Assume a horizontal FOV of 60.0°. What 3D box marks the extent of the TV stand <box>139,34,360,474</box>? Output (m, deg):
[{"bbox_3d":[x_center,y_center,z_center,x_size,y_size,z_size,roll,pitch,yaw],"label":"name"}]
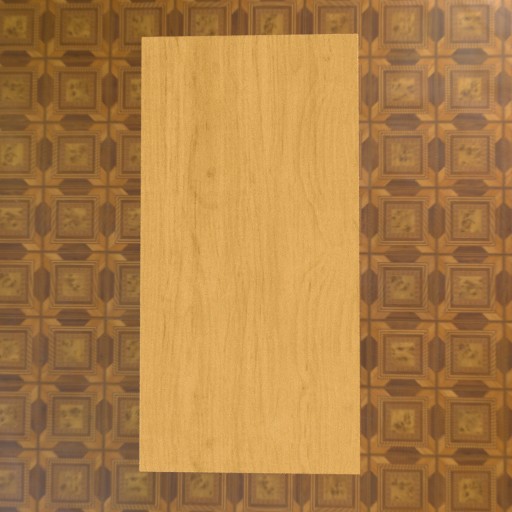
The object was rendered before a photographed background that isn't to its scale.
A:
[{"bbox_3d":[0.000,0.000,1.255,0.430,0.787,0.851,0,89,2],"label":"TV stand"}]
